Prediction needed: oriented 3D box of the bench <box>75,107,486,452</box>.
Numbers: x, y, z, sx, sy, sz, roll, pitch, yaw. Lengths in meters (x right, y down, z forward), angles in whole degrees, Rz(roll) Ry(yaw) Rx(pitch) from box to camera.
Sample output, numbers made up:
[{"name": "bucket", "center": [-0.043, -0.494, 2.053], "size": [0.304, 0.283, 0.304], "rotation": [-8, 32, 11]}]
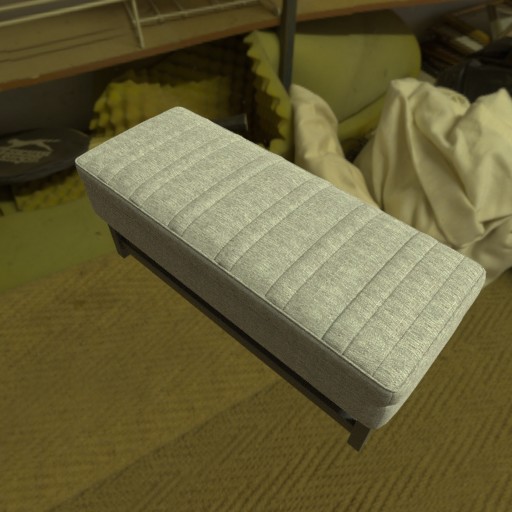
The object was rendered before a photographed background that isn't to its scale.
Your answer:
[{"name": "bench", "center": [0.000, 0.000, 1.301], "size": [1.100, 0.470, 0.429], "rotation": [34, 57, 26]}]
